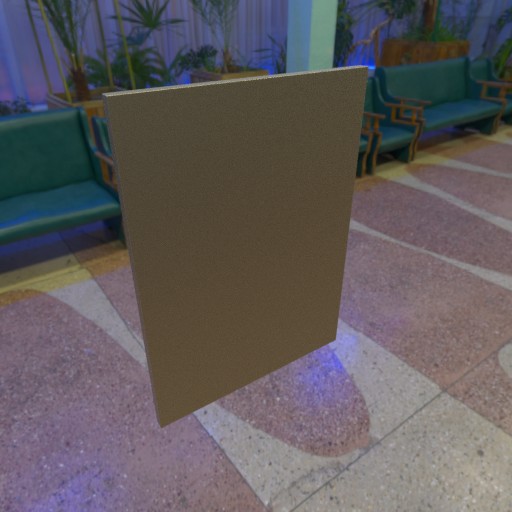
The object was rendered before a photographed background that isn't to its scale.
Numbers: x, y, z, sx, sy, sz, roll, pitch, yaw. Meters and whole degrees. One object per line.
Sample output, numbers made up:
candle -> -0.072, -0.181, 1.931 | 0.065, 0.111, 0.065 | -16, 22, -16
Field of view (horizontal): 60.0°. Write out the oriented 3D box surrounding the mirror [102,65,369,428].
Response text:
mirror -> 0.000, 0.000, 1.356 | 0.756, 1.023, 0.032 | -19, 36, -29
